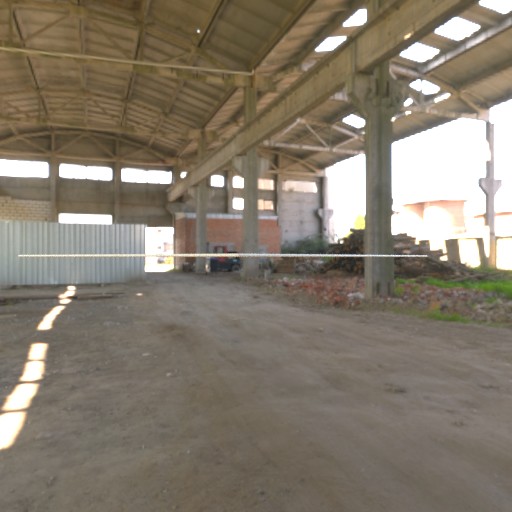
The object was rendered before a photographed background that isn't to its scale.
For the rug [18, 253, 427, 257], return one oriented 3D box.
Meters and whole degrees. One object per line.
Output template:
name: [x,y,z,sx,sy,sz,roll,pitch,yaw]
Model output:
rug: [0.000,0.000,2.291,1.225,0.008,1.827,0,0,36]
